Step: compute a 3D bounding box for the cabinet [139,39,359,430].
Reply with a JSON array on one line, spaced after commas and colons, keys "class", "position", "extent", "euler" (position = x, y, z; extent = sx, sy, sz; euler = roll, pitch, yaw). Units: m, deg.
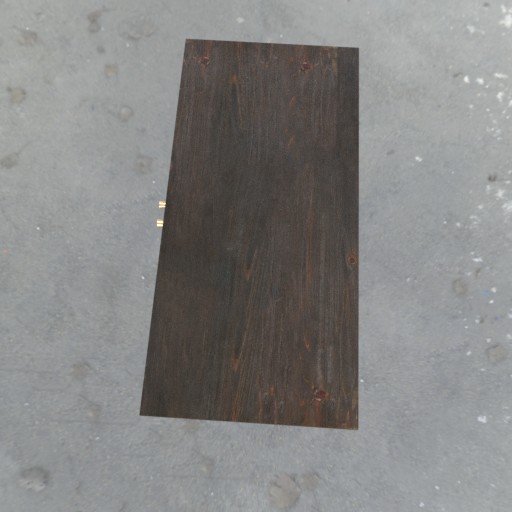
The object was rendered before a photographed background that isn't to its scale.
[{"class": "cabinet", "position": [0.000, 0.000, 1.566], "extent": [0.529, 0.897, 1.023], "euler": [3, 75, 1]}]
